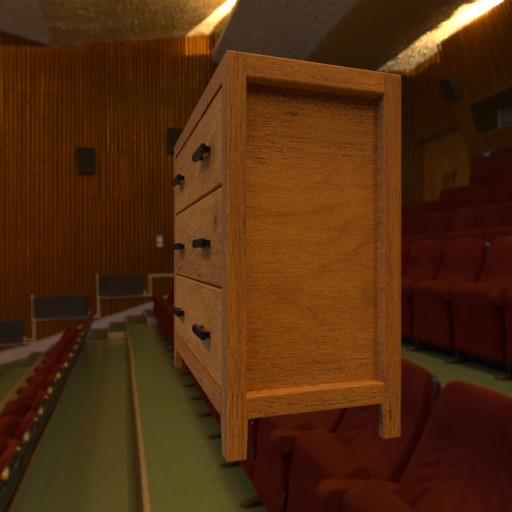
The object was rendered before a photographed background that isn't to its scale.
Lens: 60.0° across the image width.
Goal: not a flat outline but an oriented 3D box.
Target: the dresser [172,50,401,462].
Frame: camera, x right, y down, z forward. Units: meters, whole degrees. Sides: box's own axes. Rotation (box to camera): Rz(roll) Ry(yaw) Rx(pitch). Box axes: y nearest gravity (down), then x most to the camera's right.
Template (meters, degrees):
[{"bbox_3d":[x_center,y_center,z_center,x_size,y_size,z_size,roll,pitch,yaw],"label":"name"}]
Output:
[{"bbox_3d":[0.000,0.000,1.301,0.427,0.804,0.804,0,0,-18],"label":"dresser"}]
